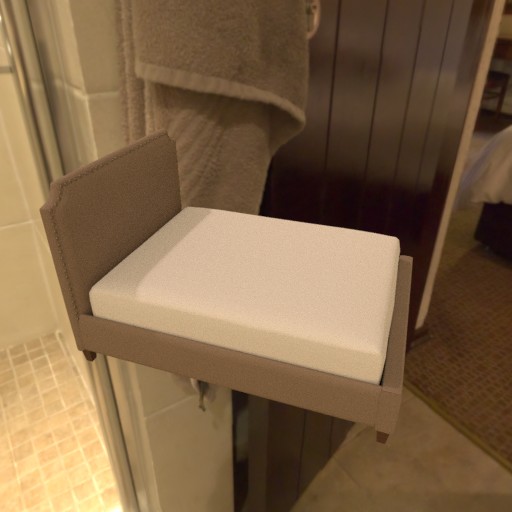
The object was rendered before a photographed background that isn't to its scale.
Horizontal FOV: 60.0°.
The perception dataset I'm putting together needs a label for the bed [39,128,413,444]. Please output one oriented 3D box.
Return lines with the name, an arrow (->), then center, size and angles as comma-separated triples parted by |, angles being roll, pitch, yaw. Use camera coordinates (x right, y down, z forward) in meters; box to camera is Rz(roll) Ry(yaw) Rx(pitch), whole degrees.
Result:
bed -> 0.000, 0.000, 3.448 | 2.372, 1.443, 1.713 | 10, 32, 16
